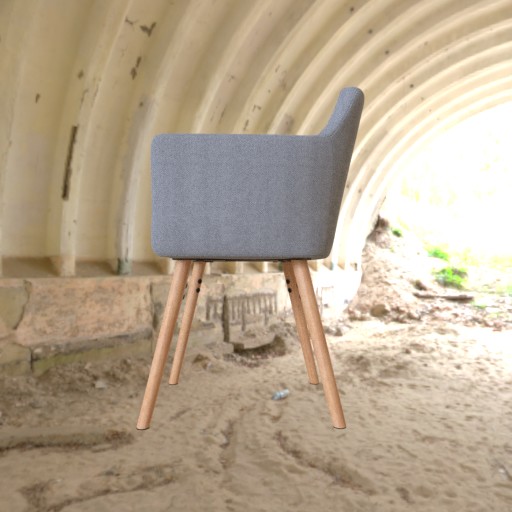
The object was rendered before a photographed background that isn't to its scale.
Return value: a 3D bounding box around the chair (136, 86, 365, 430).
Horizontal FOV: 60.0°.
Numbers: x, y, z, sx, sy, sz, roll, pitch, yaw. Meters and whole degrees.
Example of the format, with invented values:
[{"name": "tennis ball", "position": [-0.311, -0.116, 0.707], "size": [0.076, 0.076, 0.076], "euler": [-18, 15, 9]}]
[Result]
[{"name": "chair", "position": [0.000, 0.000, 1.192], "size": [0.540, 0.780, 0.570], "euler": [0, -1, -1]}]
